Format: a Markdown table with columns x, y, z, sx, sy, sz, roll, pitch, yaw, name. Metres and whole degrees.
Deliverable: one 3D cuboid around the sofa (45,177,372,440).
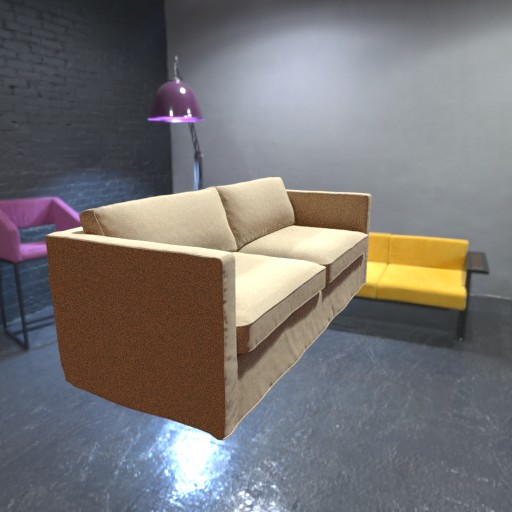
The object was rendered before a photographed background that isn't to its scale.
| x | y | z | sx | sy | sz | roll | pitch | yaw | name |
| --- | --- | --- | --- | --- | --- | --- | --- | --- | --- |
| 0.000 | 0.000 | 2.796 | 0.962 | 0.853 | 2.312 | 7 | 16 | 26 | sofa |
